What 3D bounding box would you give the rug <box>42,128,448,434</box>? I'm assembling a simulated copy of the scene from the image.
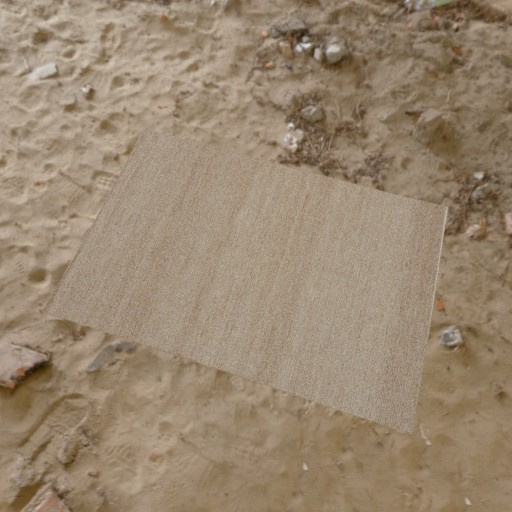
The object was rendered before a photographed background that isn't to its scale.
[{"bbox_3d":[0.000,0.000,2.953,2.346,0.029,1.574,16,65,8],"label":"rug"}]
